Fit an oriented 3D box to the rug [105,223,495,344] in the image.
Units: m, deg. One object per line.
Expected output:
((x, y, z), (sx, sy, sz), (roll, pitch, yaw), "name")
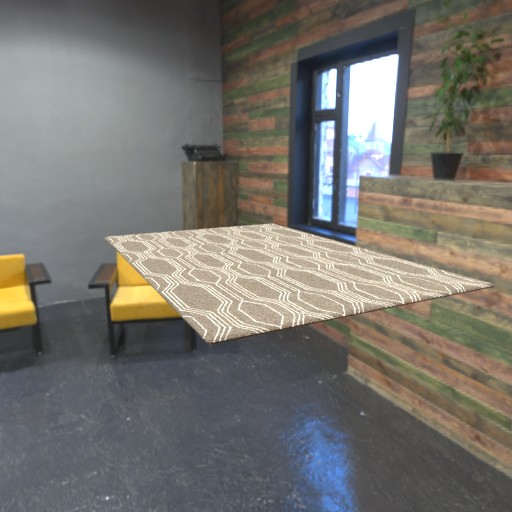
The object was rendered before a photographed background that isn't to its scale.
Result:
((0.000, 0.000, 2.314), (1.239, 0.012, 1.836), (-6, 14, -26), "rug")
